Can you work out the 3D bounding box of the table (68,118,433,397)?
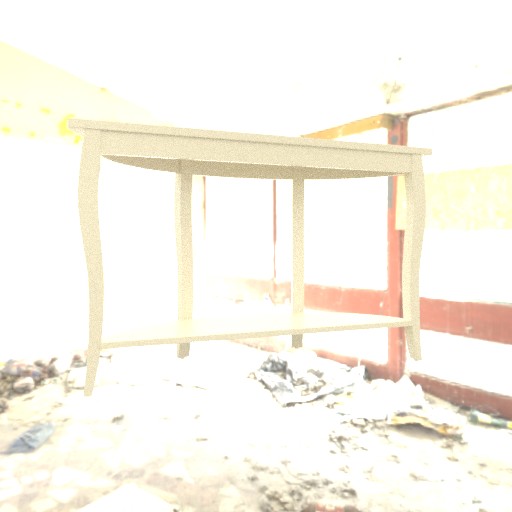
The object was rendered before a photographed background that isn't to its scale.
[{"bbox_3d":[0.000,0.000,1.604,1.219,0.780,0.394,-1,2,-19],"label":"table"}]
